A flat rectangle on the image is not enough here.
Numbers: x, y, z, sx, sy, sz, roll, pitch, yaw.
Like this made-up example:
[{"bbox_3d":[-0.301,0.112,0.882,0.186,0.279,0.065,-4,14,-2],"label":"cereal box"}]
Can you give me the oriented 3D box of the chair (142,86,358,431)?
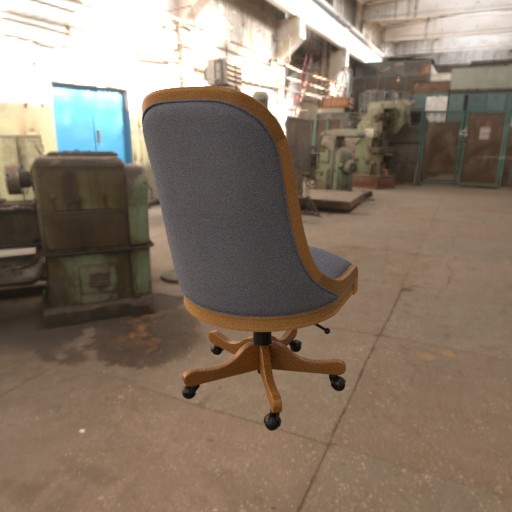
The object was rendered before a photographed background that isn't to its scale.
[{"bbox_3d":[0.000,0.000,1.525,0.605,1.031,0.735,8,17,27],"label":"chair"}]
